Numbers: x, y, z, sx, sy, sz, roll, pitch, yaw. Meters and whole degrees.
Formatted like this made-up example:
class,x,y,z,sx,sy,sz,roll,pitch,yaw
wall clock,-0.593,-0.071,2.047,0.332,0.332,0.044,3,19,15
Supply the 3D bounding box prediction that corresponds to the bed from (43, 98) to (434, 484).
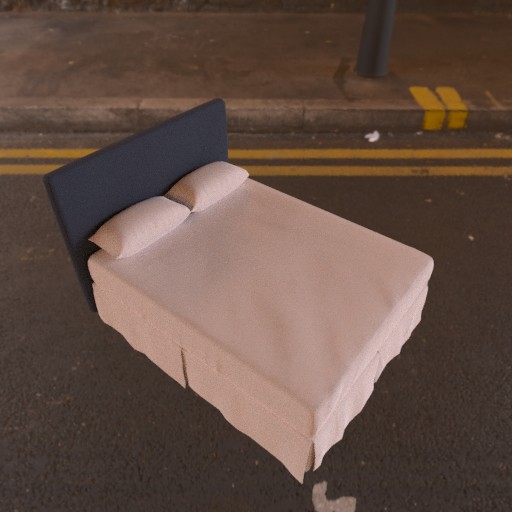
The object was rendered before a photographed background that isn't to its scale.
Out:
class,x,y,z,sx,sy,sz,roll,pitch,yaw
bed,0.000,0.000,3.183,2.162,1.330,1.713,28,48,28
